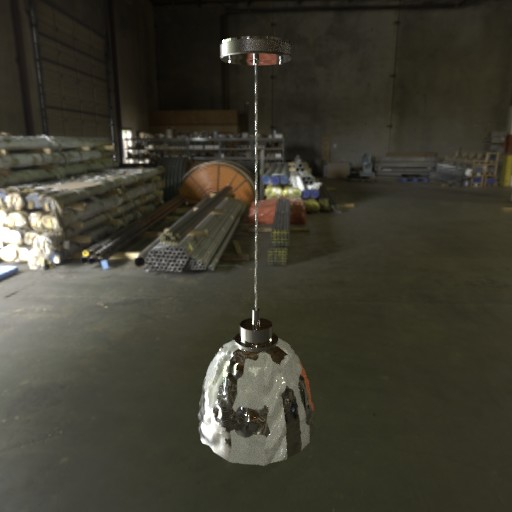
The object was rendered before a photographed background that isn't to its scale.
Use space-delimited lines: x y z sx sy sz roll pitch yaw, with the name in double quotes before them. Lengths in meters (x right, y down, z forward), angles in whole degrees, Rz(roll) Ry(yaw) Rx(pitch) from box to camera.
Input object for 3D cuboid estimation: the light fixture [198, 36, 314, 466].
"light fixture" 0.000 0.000 1.720 0.496 1.511 0.500 -3 15 -10
